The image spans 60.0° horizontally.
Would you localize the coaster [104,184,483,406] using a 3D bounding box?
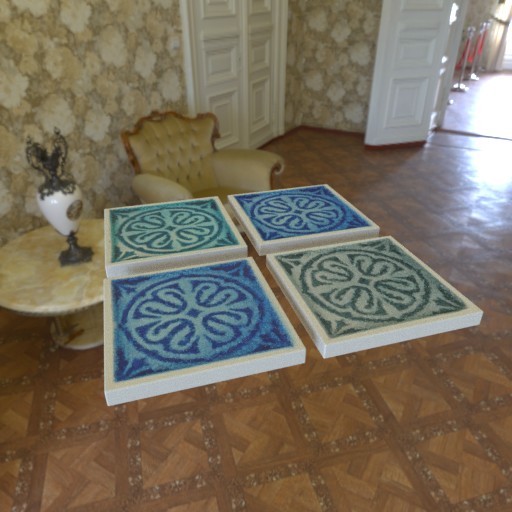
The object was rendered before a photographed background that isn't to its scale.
[{"bbox_3d":[0.000,0.000,0.327,0.214,0.010,0.219,-9,31,-14],"label":"coaster"}]
